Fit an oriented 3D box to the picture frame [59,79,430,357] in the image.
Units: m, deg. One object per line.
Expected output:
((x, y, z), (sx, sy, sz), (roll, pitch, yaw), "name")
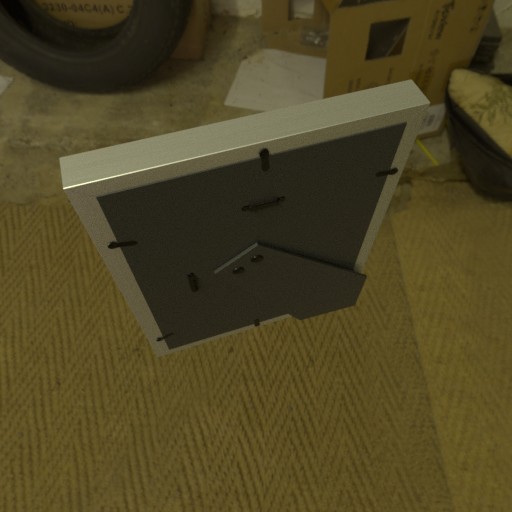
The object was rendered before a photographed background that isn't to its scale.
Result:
((0.000, 0.000, 0.391), (0.233, 0.282, 0.036), (-16, 59, -9), "picture frame")
